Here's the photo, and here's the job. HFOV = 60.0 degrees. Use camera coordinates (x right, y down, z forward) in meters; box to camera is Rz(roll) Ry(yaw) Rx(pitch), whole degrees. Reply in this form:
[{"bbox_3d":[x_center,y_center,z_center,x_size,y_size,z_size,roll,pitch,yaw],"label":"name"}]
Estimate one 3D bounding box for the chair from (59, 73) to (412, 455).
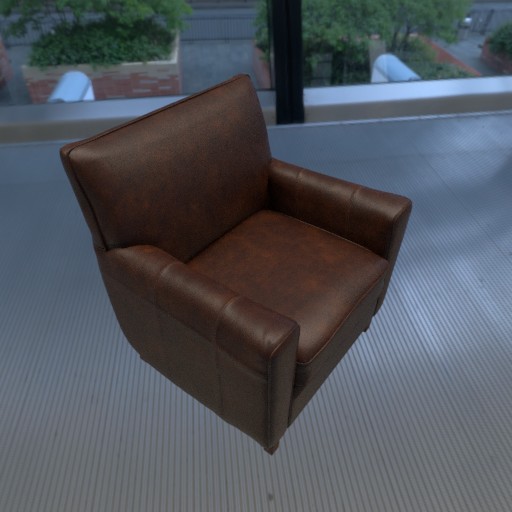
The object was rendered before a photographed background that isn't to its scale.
[{"bbox_3d":[0.000,0.000,1.602,0.823,0.943,0.870,27,47,28],"label":"chair"}]
